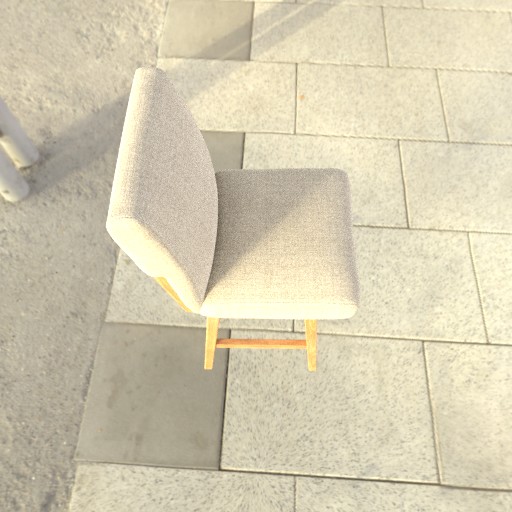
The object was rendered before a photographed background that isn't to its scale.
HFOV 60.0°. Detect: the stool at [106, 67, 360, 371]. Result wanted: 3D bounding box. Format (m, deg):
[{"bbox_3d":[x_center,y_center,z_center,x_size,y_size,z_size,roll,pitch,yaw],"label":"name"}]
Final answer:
[{"bbox_3d":[0.000,0.000,1.394,0.569,1.106,0.483,1,64,0],"label":"stool"}]
